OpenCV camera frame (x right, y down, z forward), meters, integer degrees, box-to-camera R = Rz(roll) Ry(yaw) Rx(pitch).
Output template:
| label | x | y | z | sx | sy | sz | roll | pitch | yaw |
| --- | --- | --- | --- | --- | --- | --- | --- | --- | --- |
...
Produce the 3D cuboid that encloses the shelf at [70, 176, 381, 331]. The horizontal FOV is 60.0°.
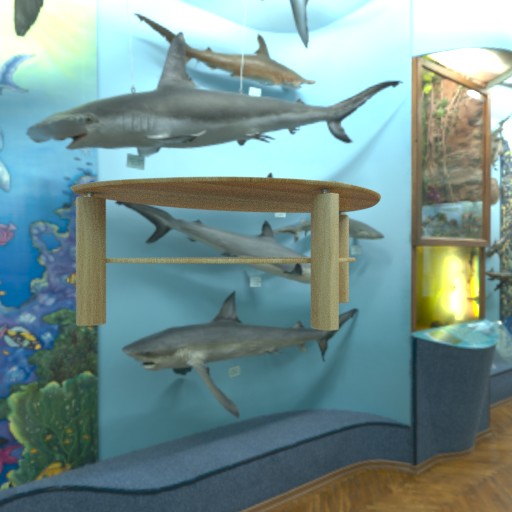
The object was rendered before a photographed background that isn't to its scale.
| label | x | y | z | sx | sy | sz | roll | pitch | yaw |
| --- | --- | --- | --- | --- | --- | --- | --- | --- | --- |
| shelf | 0.000 | 0.000 | 1.650 | 1.246 | 0.440 | 0.845 | 0 | 0 | -35 |
